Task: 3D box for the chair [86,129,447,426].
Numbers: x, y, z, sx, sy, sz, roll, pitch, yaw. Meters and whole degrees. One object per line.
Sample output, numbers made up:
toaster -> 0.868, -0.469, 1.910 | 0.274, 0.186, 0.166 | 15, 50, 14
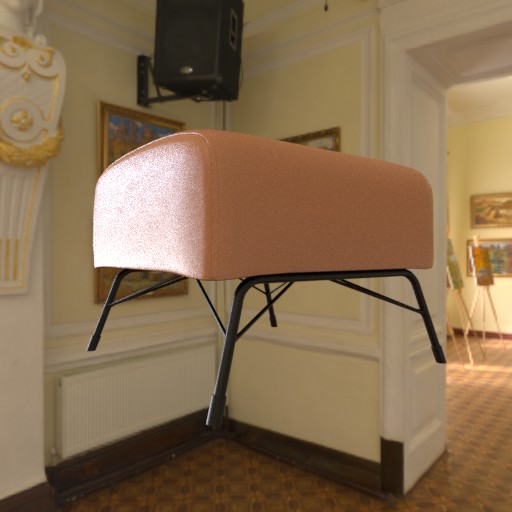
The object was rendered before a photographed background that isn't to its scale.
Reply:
chair -> 0.000, 0.000, 0.906 | 0.530, 0.410, 0.530 | 0, 1, -37
